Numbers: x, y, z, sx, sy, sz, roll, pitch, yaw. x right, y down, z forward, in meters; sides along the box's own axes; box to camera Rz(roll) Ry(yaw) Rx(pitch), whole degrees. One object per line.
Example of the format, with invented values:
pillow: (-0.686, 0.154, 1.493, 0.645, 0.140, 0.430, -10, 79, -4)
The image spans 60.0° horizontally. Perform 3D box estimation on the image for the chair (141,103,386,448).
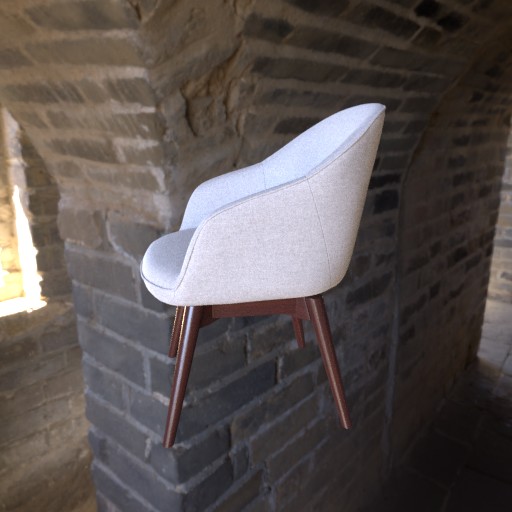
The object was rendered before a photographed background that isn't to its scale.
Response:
chair: (0.000, 0.000, 1.255, 0.635, 0.823, 0.596, -2, 15, -9)
